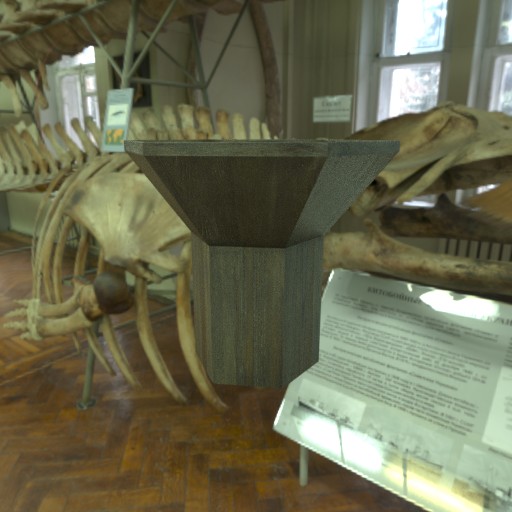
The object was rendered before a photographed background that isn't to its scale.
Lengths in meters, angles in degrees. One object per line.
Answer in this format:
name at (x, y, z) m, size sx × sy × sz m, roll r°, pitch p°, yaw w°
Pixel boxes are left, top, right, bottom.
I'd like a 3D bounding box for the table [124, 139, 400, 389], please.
table at (0.000, 0.000, 1.163) m, size 0.683 × 0.586 × 0.592 m, roll 2°, pitch 15°, yaw 8°
